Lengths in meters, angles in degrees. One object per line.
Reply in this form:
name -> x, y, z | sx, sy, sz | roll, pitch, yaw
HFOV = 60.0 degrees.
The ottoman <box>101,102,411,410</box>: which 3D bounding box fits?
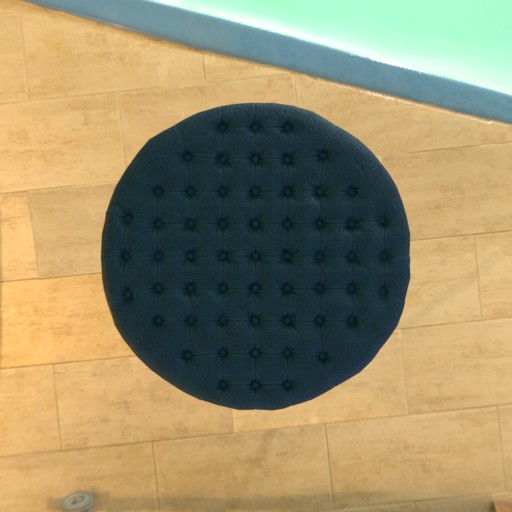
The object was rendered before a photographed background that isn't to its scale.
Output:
ottoman -> 0.000, 0.000, 1.535 | 0.998, 0.398, 0.998 | 0, 90, 0
